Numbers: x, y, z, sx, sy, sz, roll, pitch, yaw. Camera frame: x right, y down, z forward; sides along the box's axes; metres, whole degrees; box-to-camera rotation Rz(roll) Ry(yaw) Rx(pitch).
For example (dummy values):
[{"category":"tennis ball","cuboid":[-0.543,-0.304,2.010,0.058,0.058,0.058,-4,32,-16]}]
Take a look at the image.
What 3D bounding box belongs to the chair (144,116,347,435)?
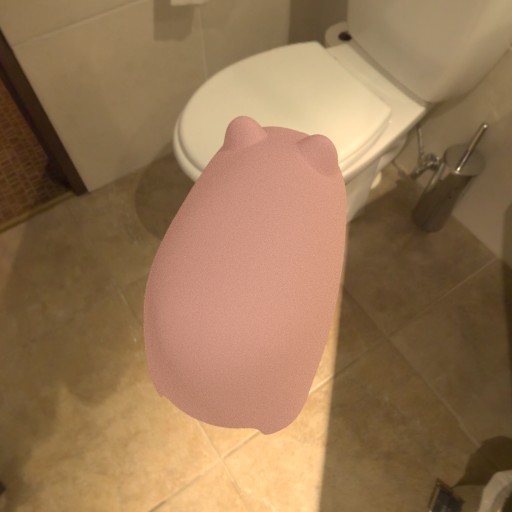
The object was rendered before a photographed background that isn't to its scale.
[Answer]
[{"category":"chair","cuboid":[0.000,0.000,0.875,0.364,0.423,0.619,17,63,9]}]
